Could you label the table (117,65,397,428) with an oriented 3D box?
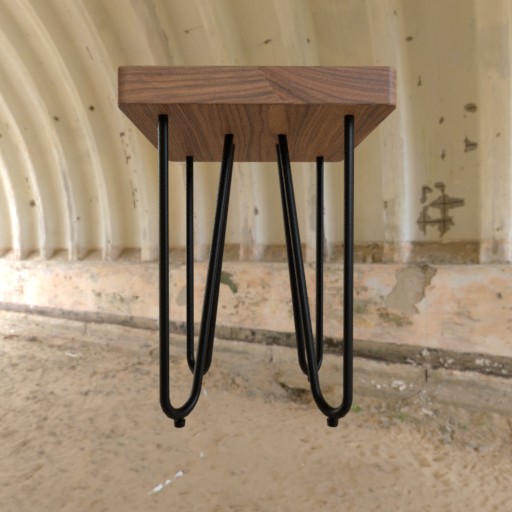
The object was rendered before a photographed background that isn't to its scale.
[{"bbox_3d":[0.000,0.000,0.982,0.479,0.641,0.480,0,1,-1],"label":"table"}]
